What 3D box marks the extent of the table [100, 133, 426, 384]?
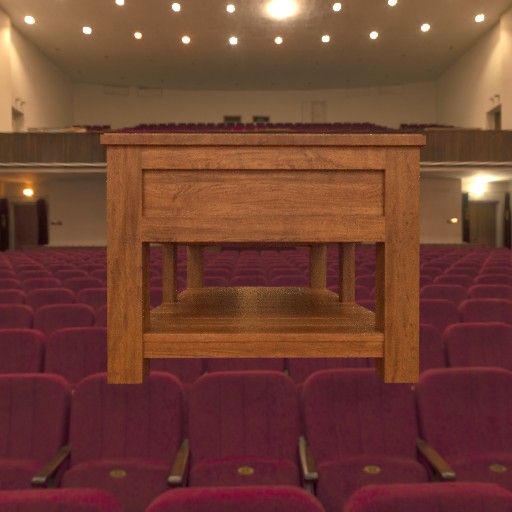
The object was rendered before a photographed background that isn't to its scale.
[{"bbox_3d":[0.000,0.000,1.418,0.635,0.480,1.150,0,1,-1],"label":"table"}]
